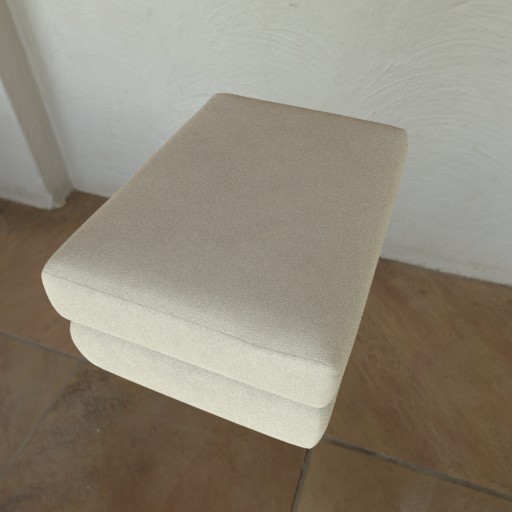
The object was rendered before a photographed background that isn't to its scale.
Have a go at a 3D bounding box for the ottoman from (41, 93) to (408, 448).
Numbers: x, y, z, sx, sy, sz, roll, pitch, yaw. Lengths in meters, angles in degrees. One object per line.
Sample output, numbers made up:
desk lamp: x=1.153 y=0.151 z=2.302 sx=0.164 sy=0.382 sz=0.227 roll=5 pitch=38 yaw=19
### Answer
ottoman: x=0.000 y=0.000 z=1.101 sx=0.569 sy=0.504 sz=0.773 roll=16 pitch=48 yaw=15
